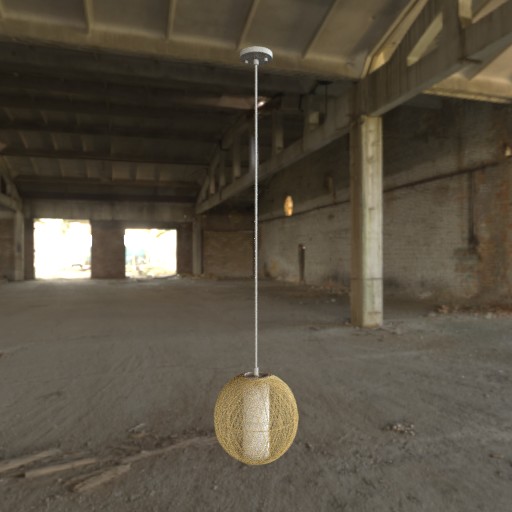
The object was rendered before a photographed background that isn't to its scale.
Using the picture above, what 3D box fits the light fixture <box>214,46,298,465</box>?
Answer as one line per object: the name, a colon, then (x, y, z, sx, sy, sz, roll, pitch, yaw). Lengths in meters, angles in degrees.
light fixture: (0.000, 0.000, 2.146, 0.407, 1.955, 0.406, 0, 0, -17)
